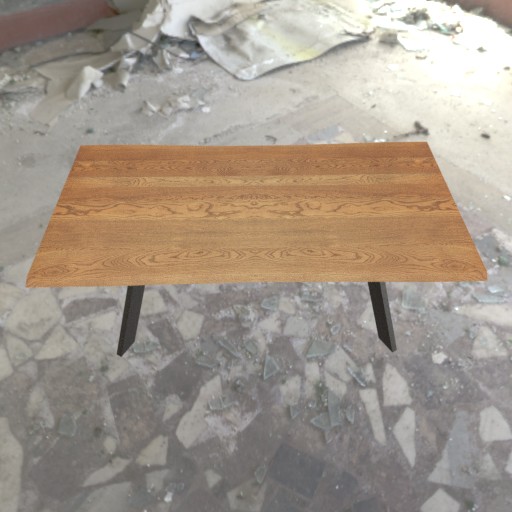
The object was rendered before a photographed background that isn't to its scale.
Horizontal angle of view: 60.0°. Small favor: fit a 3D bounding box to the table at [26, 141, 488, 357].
[{"bbox_3d":[0.000,0.000,2.280,1.800,0.770,0.900,-1,49,-1],"label":"table"}]
